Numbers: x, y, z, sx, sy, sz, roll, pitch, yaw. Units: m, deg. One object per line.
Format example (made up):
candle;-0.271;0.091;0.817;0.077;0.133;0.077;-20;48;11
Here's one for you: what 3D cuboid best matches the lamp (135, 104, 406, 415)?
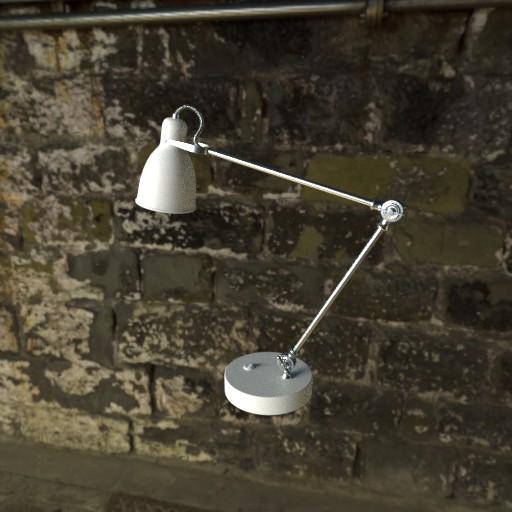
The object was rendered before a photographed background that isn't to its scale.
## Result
lamp;0.000;0.000;0.890;0.561;0.587;0.187;8;17;26
